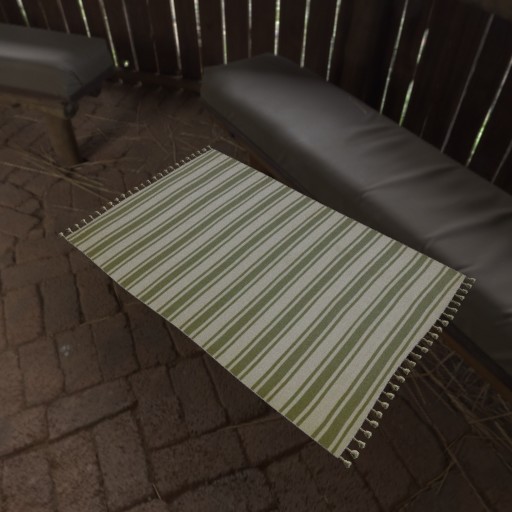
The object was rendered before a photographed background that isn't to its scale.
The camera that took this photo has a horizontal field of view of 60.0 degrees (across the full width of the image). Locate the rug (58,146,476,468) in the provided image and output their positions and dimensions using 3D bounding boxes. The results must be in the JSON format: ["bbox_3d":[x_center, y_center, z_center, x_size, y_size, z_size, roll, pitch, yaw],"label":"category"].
[{"bbox_3d":[0.000,0.000,2.292,1.875,0.013,1.162,32,54,27],"label":"rug"}]
